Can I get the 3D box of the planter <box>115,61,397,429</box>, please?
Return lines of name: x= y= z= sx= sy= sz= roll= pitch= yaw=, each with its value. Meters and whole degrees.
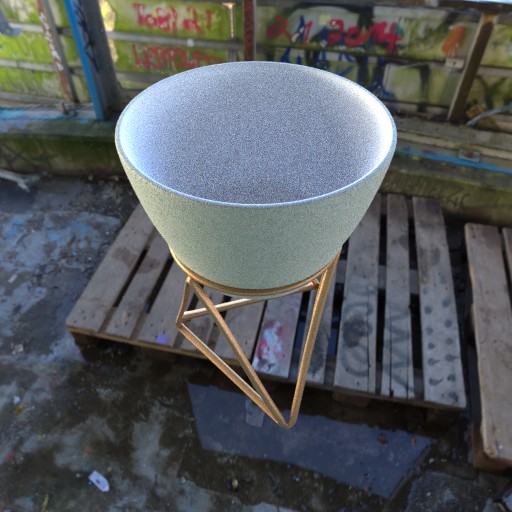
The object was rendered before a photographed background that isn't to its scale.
planter: x=0.000 y=0.000 z=0.743 sx=0.350 sy=0.504 sz=0.350 roll=10 pitch=47 yaw=10
